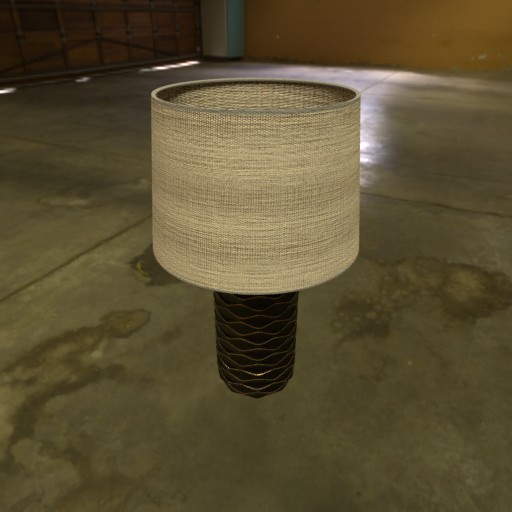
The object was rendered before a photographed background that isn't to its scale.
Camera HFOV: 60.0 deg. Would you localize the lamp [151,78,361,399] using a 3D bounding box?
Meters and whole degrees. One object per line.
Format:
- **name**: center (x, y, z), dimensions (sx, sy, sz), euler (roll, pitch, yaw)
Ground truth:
- **lamp**: center (0.000, 0.000, 0.842), dimensions (0.376, 0.594, 0.376), euler (0, 29, 0)
